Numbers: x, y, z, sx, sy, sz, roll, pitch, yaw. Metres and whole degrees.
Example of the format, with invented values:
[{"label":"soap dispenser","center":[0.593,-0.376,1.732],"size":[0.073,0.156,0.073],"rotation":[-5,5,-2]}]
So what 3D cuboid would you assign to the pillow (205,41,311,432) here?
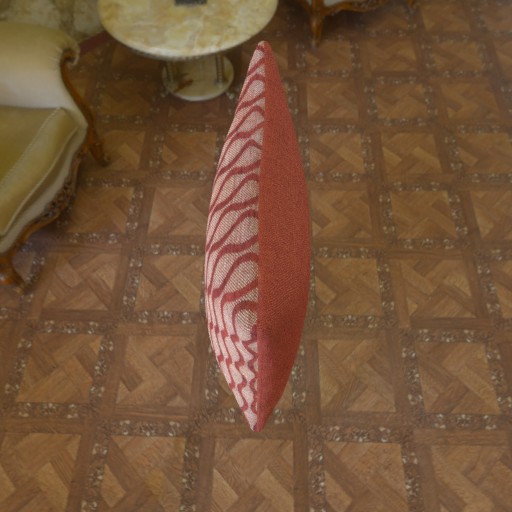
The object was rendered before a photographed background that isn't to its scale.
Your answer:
[{"label":"pillow","center":[0.000,0.000,0.671],"size":[0.159,0.434,0.429],"rotation":[0,58,0]}]
